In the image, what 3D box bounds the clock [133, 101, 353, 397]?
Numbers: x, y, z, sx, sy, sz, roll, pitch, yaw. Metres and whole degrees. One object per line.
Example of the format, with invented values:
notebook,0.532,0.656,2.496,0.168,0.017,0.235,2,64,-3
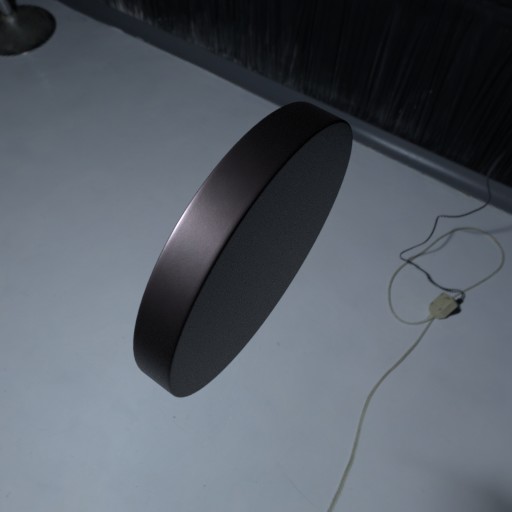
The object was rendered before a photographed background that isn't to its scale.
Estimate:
clock,0.000,0.000,0.459,0.040,0.314,0.314,32,67,15
